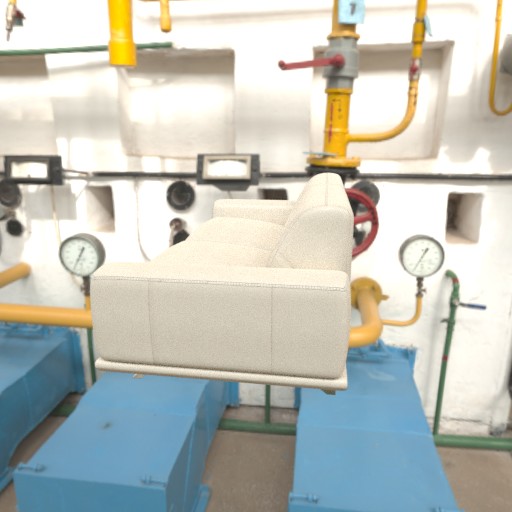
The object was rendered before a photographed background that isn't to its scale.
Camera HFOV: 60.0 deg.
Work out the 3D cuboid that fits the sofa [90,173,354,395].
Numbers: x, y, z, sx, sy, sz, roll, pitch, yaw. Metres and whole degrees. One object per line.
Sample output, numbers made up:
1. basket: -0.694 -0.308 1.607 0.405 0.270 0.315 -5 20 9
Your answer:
1. sofa: 0.000 0.000 2.345 0.900 0.772 1.901 2 15 9
